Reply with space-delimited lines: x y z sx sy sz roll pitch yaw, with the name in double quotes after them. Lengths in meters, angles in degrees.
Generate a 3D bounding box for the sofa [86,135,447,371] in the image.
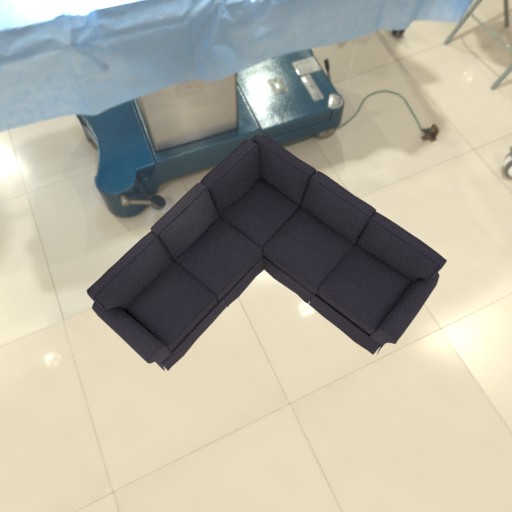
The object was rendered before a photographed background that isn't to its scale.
0.000 0.000 5.102 3.773 1.169 2.874 -16 65 -8 "sofa"
